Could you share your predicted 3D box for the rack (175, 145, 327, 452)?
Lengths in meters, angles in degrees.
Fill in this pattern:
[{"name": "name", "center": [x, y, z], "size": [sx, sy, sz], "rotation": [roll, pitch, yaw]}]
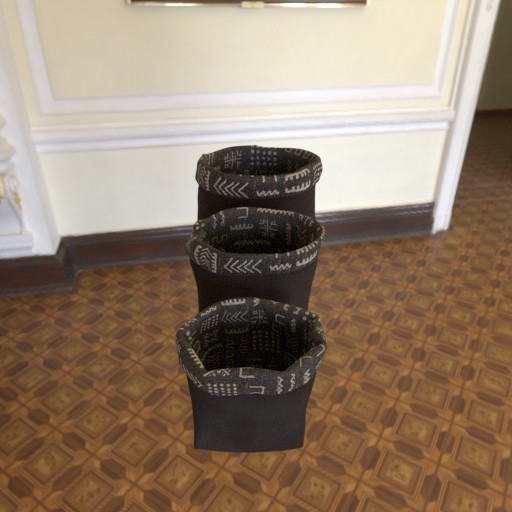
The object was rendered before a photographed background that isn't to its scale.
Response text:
[{"name": "rack", "center": [0.000, 0.000, 1.094], "size": [0.379, 0.323, 0.905], "rotation": [0, 30, 1]}]
